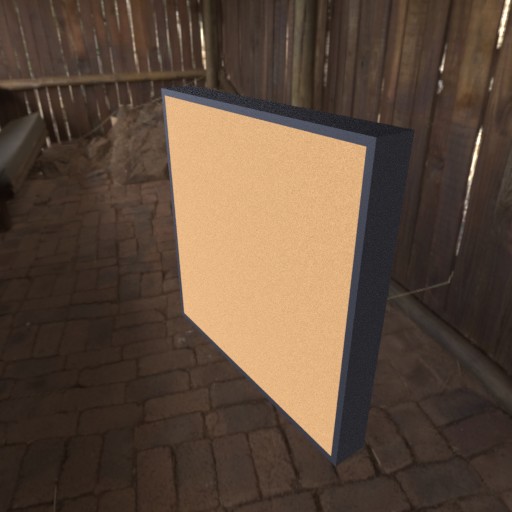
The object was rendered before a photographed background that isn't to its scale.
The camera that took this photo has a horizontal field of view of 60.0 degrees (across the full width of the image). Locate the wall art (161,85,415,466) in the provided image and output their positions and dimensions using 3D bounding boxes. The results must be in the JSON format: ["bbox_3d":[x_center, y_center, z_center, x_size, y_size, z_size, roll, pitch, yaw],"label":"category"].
[{"bbox_3d":[0.000,0.000,0.462,0.038,0.304,0.304,-19,33,-32],"label":"wall art"}]
